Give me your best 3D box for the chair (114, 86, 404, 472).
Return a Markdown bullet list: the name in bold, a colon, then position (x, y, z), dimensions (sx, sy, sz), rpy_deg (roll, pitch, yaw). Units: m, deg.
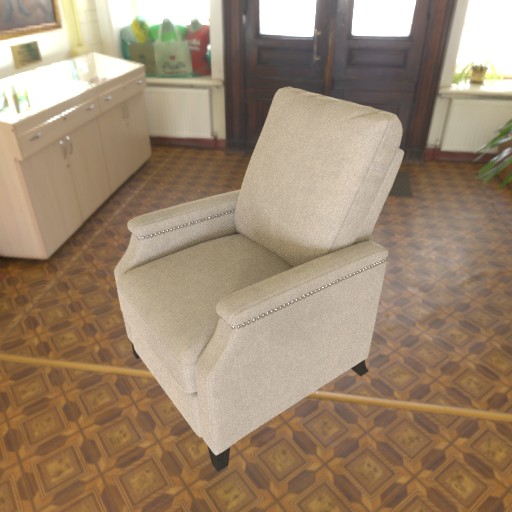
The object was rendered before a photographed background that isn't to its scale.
- **chair**: position (0.000, 0.000, 1.645), dimensions (0.922, 1.049, 0.710), rpy_deg (-22, 38, -31)
